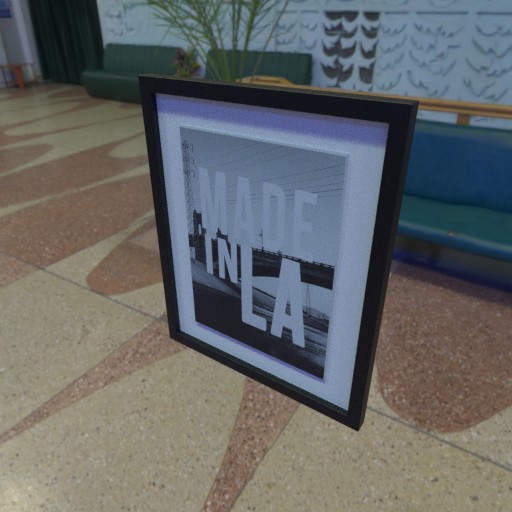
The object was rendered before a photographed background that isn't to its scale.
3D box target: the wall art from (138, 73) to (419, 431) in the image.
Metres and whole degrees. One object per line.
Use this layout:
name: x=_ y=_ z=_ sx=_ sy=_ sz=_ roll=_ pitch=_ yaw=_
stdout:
wall art: x=0.000 y=0.000 z=0.770 sx=0.457 sy=0.559 sz=0.028 roll=18 pitch=34 yaw=29
